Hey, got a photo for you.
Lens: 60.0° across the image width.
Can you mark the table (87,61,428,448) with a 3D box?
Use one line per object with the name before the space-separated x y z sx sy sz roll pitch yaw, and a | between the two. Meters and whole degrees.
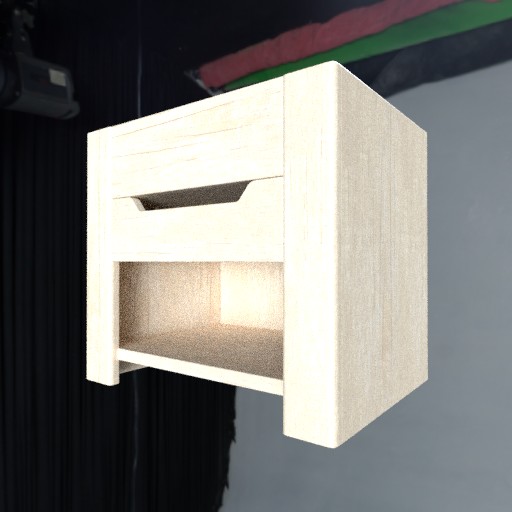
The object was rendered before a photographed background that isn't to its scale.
table | 0.000 0.000 0.917 0.570 0.510 0.420 0 -1 37
